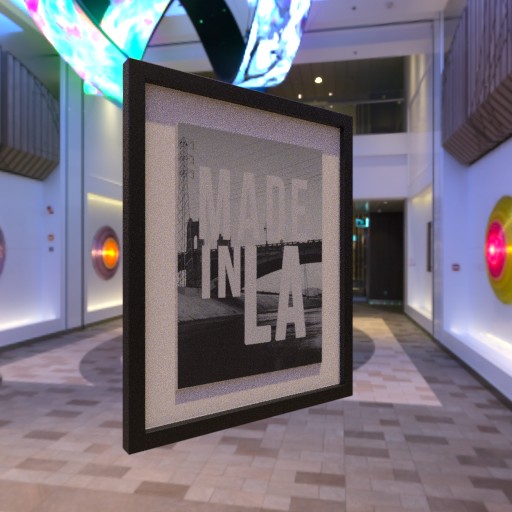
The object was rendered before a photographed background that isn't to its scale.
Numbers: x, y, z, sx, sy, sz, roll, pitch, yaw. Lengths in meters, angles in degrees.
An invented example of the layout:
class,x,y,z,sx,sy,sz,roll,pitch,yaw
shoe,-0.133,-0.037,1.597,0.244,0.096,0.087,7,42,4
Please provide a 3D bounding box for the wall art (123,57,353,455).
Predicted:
class,x,y,z,sx,sy,sz,roll,pitch,yaw
wall art,0.000,0.000,0.765,0.457,0.559,0.028,0,0,-35
